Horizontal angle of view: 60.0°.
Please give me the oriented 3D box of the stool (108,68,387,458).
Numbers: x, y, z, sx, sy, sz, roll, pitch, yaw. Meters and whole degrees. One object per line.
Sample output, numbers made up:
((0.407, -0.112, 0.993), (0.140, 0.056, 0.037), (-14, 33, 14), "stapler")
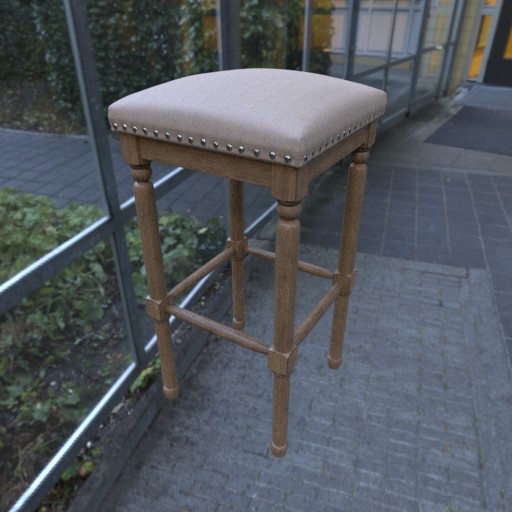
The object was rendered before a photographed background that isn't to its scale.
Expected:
((0.000, 0.000, 0.990), (0.383, 0.768, 0.382), (17, 35, 27), "stool")
